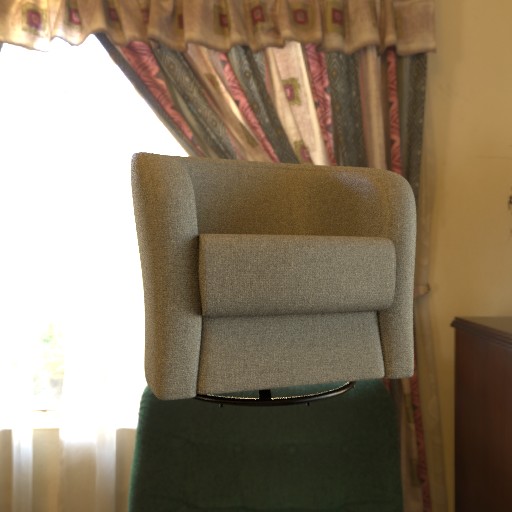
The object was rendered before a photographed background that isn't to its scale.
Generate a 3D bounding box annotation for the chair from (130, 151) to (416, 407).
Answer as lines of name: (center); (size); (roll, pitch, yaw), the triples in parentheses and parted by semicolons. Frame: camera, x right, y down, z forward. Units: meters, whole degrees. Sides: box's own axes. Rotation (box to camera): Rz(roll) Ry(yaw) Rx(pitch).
chair: (0.000, 0.000, 1.435); (0.791, 0.771, 0.815); (0, -1, -18)
